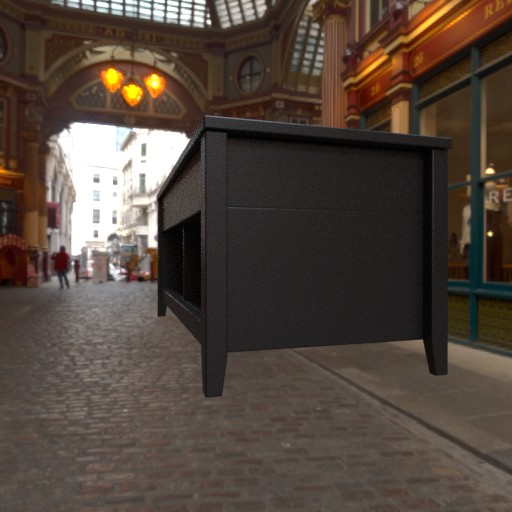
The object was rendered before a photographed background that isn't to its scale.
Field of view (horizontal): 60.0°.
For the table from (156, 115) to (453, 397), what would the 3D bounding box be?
[{"bbox_3d":[0.000,0.000,1.268,0.483,0.457,1.016,0,0,-17],"label":"table"}]
